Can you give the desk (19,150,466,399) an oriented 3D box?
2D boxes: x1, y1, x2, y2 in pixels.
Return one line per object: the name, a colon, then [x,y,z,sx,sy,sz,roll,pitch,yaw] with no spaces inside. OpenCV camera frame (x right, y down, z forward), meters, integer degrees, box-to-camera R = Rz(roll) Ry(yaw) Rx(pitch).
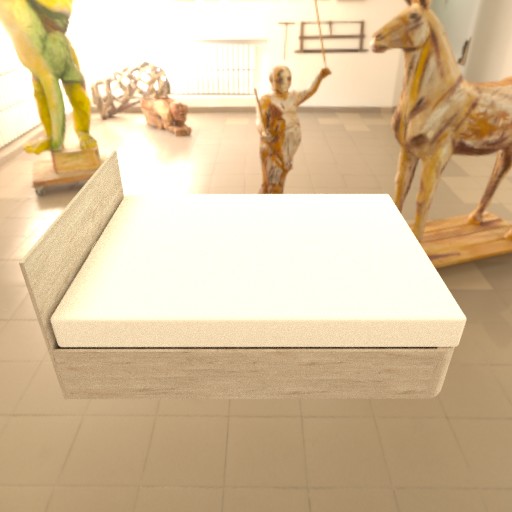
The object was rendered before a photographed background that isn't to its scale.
desk: [0.000,0.000,2.580,1.900,0.800,1.400,0,32,0]
